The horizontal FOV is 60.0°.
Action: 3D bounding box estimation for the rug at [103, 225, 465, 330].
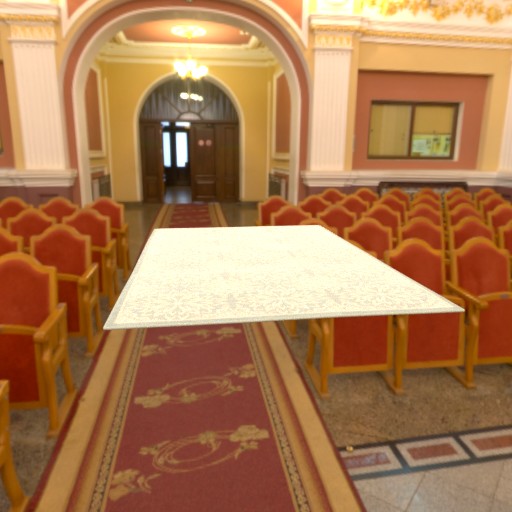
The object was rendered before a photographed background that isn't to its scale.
[{"bbox_3d":[0.000,0.000,2.349,1.219,0.012,1.840,-2,13,-8],"label":"rug"}]
